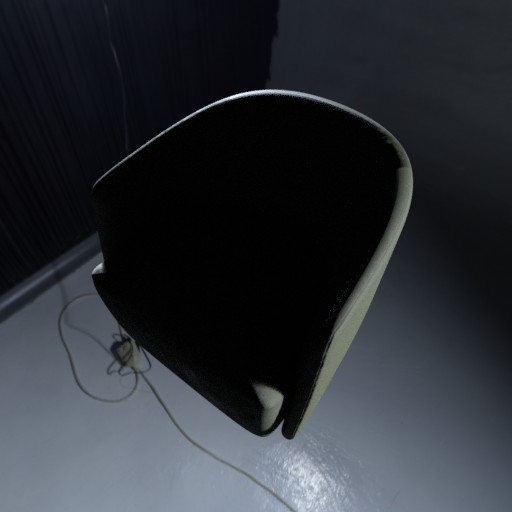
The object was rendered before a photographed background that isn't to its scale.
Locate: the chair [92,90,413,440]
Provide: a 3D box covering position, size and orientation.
[{"bbox_3d":[0.000,0.000,1.327,0.773,0.698,0.767,30,54,25],"label":"chair"}]
